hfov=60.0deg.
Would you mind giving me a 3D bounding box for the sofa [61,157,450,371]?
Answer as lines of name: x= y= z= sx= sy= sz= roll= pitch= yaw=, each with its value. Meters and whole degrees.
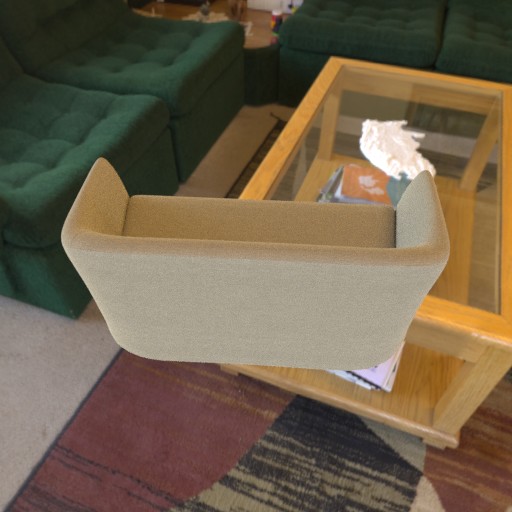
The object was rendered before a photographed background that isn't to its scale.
sofa: x=0.000 y=0.000 z=1.842 sx=1.452 sy=0.721 sz=0.705 roll=3 pitch=47 yaw=3
